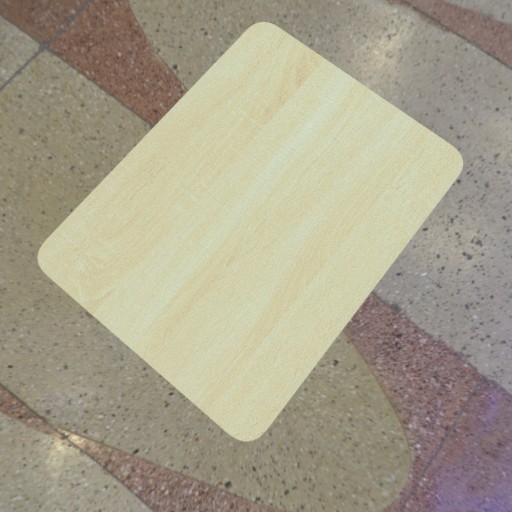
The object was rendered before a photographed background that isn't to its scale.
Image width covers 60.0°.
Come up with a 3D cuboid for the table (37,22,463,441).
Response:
[{"bbox_3d":[0.000,0.000,0.856,0.370,0.550,0.480,38,79,9],"label":"table"}]
